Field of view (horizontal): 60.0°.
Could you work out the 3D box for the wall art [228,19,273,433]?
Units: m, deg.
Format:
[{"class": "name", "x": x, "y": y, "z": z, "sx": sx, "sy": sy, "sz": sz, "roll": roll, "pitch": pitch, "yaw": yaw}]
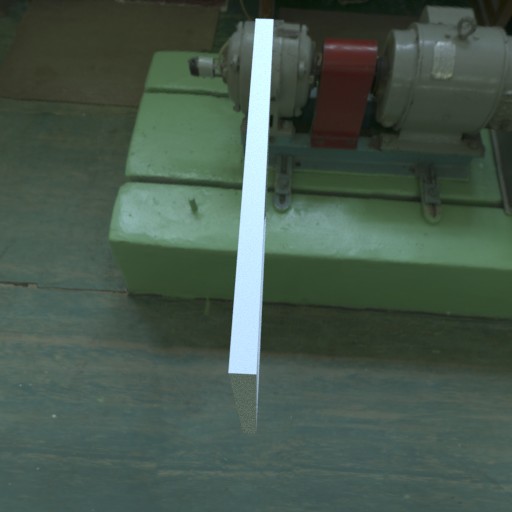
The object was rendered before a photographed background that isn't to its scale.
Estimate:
[{"class": "wall art", "x": 0.000, "y": 0.000, "z": 0.823, "sx": 0.028, "sy": 0.559, "sz": 0.559, "roll": 2, "pitch": 63, "yaw": 1}]
